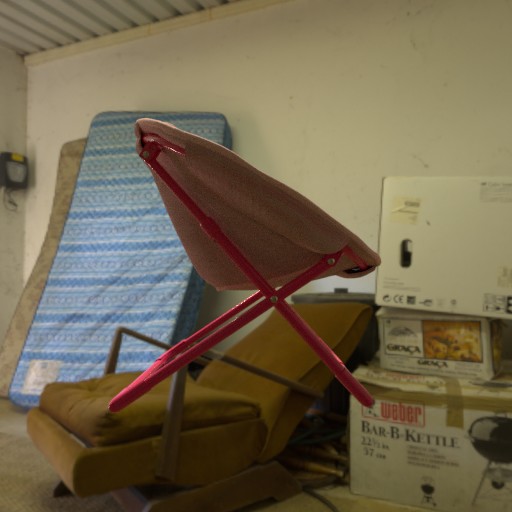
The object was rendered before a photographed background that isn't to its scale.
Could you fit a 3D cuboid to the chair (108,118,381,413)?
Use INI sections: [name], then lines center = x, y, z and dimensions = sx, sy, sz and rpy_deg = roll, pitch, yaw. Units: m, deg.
[chair]
center = 0.000, 0.000, 0.868
dimensions = 0.459, 0.494, 0.522
rpy_deg = 0, -1, 0
